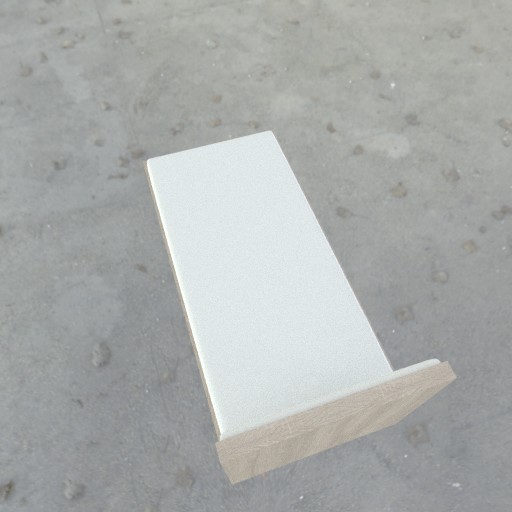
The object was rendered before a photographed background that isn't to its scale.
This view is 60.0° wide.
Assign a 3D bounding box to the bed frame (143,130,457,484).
[{"bbox_3d":[0.000,0.000,2.624,0.990,0.920,2.140,-16,60,-10],"label":"bed frame"}]
